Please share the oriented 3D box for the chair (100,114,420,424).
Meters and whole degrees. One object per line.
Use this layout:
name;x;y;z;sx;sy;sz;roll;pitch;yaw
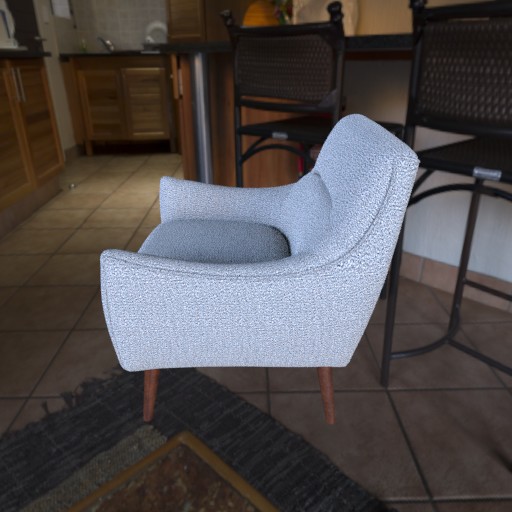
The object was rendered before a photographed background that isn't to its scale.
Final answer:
chair;0.000;0.000;1.444;0.787;0.838;0.762;0;25;1
